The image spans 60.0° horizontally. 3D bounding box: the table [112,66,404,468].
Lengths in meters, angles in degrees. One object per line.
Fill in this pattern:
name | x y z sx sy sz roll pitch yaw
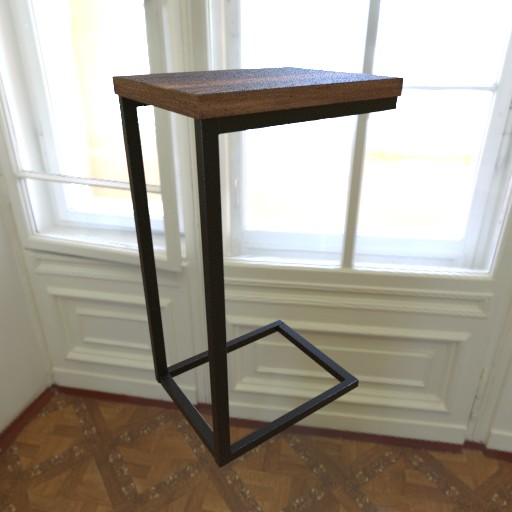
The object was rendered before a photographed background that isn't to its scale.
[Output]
table | 0.000 0.000 0.953 0.414 0.718 0.323 -18 32 -31
